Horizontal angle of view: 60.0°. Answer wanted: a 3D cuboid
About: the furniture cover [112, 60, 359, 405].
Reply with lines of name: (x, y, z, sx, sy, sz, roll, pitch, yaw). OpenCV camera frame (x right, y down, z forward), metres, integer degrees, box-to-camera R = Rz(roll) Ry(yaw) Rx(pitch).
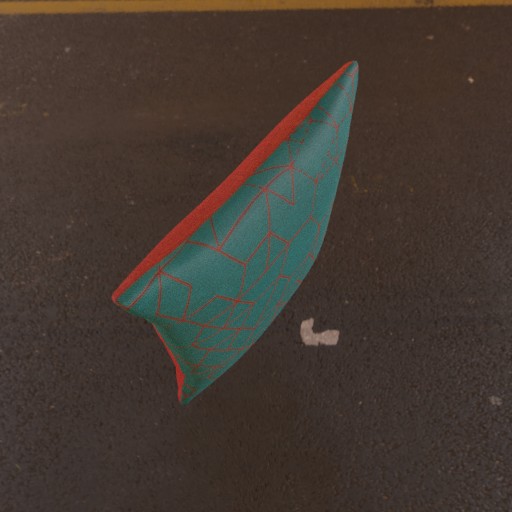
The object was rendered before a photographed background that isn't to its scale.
furniture cover: (0.000, 0.000, 0.801, 0.158, 0.508, 0.517, 33, 65, 18)
